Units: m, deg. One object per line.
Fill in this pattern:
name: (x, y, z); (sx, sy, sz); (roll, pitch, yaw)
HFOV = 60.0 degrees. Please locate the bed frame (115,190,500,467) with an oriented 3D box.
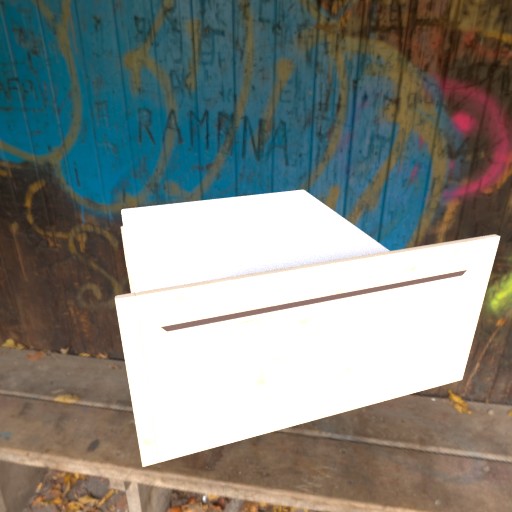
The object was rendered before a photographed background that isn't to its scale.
bed frame: (0.000, 0.000, 2.973); (1.800, 0.900, 2.080); (-9, 28, -17)
